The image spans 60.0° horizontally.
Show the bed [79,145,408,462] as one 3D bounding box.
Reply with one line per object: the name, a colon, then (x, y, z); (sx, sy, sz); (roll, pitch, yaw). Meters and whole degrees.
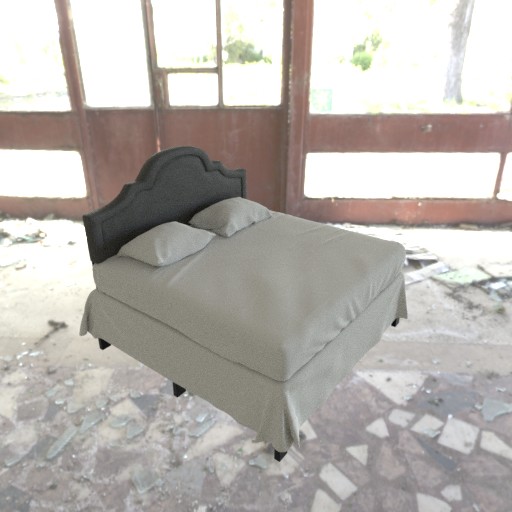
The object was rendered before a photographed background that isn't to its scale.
bed: (0.000, 0.000, 3.833); (2.222, 1.631, 2.303); (18, 31, 34)
